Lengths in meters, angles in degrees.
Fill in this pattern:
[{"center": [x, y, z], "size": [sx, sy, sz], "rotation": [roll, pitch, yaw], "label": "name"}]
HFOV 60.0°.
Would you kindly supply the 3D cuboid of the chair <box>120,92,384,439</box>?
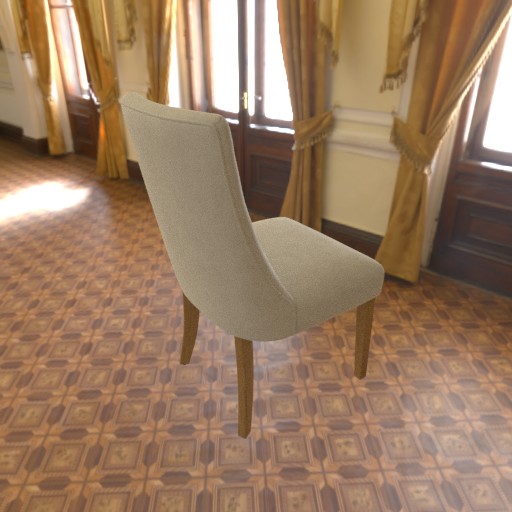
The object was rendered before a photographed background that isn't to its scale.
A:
[{"center": [0.000, 0.000, 1.300], "size": [0.610, 0.902, 0.495], "rotation": [-17, 32, -31], "label": "chair"}]
